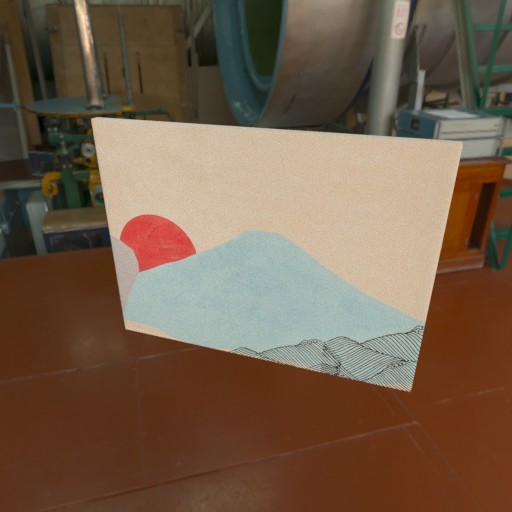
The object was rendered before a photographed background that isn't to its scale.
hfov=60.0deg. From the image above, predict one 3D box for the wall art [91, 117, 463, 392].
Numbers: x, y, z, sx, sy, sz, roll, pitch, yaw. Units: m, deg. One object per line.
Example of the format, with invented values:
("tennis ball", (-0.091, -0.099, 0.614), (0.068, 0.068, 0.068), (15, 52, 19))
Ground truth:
("wall art", (0.000, 0.000, 1.621), (1.219, 0.912, 0.042), (9, 28, 16))
